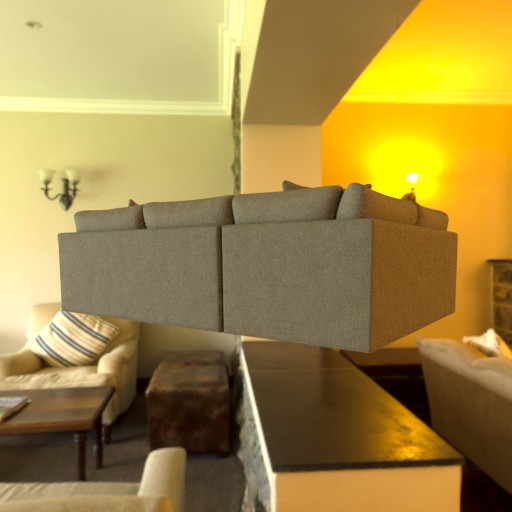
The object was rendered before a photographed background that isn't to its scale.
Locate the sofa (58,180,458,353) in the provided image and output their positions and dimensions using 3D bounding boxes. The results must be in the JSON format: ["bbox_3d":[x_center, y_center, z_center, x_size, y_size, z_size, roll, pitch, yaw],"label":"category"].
[{"bbox_3d":[0.000,0.000,3.872,2.896,0.978,1.994,0,0,36],"label":"sofa"}]
